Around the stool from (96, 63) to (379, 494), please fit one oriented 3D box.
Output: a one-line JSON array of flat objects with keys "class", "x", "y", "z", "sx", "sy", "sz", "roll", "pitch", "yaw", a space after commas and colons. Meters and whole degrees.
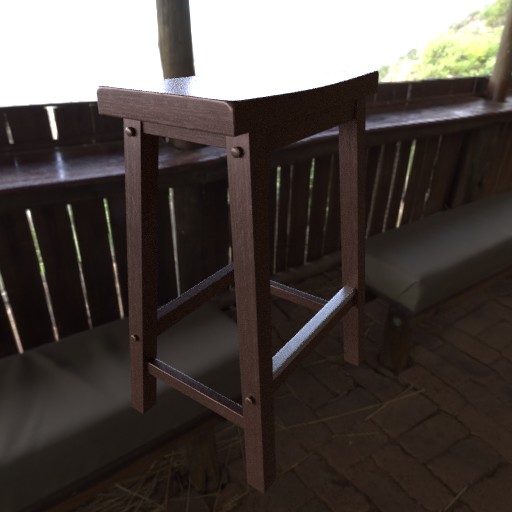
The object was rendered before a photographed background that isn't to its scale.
[{"class": "stool", "x": 0.000, "y": 0.000, "z": 0.807, "sx": 0.322, "sy": 0.610, "sz": 0.406, "roll": 18, "pitch": 33, "yaw": 31}]
